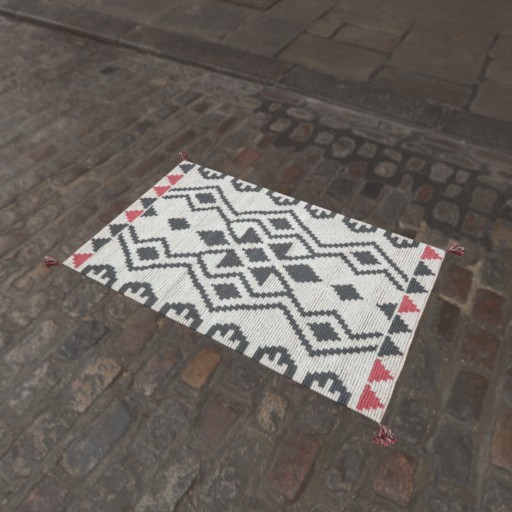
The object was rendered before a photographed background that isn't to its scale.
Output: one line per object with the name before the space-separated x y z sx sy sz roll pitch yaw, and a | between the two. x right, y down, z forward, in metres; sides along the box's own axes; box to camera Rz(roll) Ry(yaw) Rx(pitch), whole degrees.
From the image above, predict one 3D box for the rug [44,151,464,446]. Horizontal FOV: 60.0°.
rug | 0.000 0.000 3.294 2.672 0.066 1.741 22 50 20
